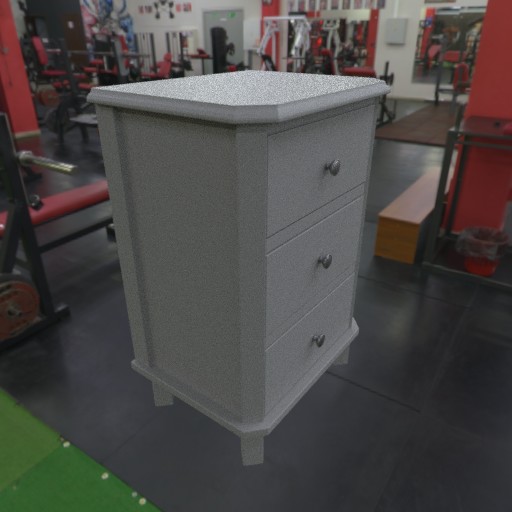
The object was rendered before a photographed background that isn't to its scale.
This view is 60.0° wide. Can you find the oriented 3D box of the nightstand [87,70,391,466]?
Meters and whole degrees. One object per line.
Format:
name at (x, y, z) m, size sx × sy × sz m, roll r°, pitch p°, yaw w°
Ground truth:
nightstand at (0.000, 0.000, 0.933) m, size 0.350 × 0.680 × 0.450 m, roll 19°, pitch 33°, yaw 32°
